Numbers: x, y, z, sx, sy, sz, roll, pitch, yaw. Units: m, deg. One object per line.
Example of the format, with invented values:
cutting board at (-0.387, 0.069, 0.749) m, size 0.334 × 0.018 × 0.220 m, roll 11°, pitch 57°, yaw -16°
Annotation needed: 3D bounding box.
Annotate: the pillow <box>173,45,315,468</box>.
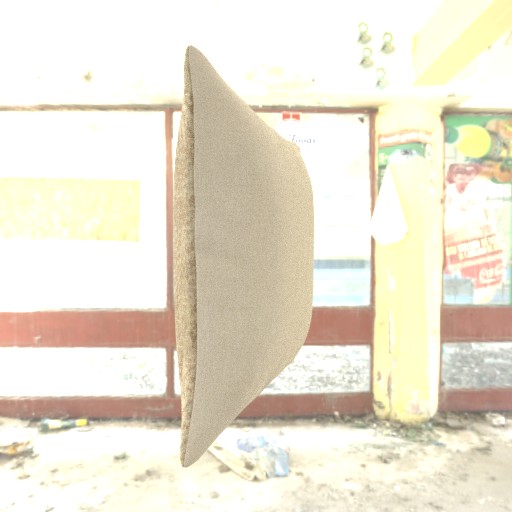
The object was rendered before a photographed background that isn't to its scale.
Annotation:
pillow at (0.000, 0.000, 0.777) m, size 0.166 × 0.510 × 0.523 m, roll 0°, pitch 1°, yaw 19°
